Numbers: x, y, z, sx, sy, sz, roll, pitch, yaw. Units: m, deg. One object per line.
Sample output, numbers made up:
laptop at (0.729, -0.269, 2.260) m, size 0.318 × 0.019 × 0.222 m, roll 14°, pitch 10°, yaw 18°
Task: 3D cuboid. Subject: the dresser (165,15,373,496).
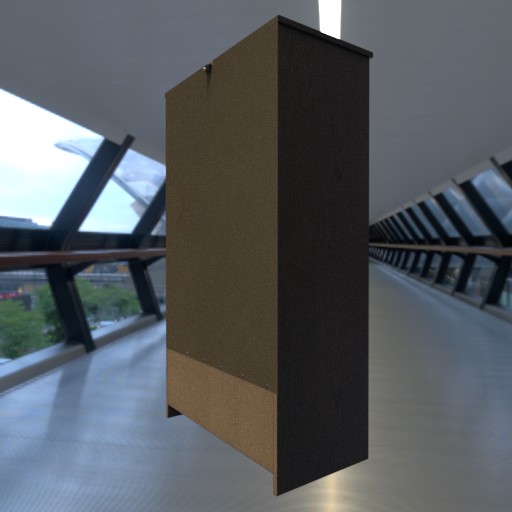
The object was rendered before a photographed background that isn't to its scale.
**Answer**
dresser at (0.000, 0.000, 1.540) m, size 0.418 × 1.254 × 0.704 m, roll 0°, pitch 1°, yaw -36°
